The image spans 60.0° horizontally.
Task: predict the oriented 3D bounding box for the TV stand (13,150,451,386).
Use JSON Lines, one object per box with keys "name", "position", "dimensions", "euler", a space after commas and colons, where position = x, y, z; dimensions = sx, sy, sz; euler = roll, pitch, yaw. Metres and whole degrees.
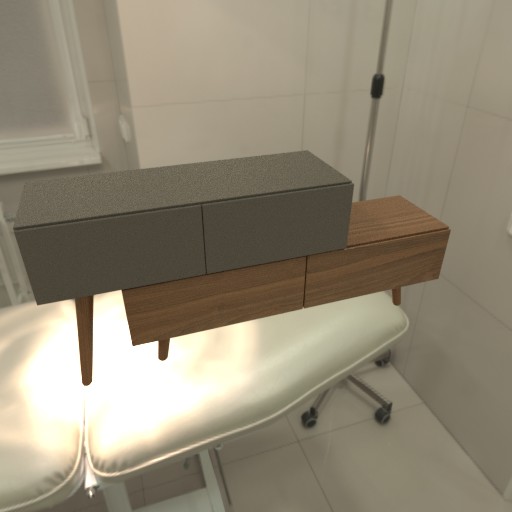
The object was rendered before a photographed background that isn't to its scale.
{"name": "TV stand", "position": [0.000, 0.000, 1.521], "dimensions": [1.336, 0.591, 0.329], "euler": [-10, 32, -16]}
